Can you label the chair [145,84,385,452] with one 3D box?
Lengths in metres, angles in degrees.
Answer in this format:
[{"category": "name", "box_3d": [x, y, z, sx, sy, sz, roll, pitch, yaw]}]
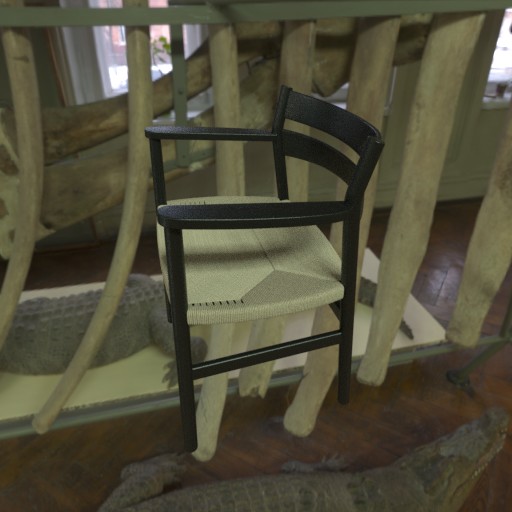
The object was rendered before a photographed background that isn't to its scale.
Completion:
[{"category": "chair", "box_3d": [0.000, 0.000, 1.200, 0.508, 0.775, 0.630, -8, 32, -12]}]
